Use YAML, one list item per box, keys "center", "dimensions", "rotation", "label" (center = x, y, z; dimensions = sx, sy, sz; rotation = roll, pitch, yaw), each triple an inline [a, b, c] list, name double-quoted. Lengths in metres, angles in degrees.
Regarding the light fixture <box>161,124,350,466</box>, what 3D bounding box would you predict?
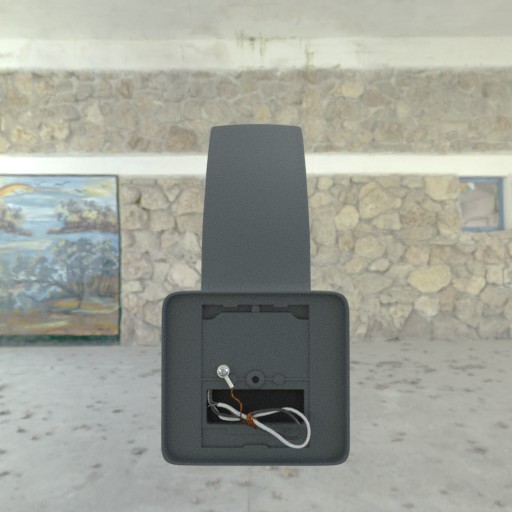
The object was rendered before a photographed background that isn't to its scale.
- center: [0.000, 0.000, 0.338]
  dimensions: [0.108, 0.243, 0.174]
  rotation: [0, -1, 0]
  label: "light fixture"
